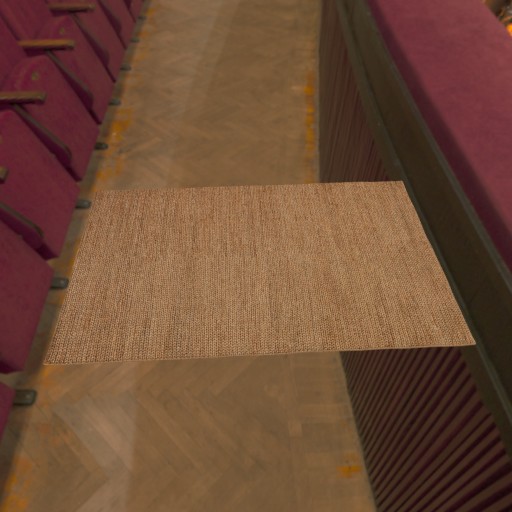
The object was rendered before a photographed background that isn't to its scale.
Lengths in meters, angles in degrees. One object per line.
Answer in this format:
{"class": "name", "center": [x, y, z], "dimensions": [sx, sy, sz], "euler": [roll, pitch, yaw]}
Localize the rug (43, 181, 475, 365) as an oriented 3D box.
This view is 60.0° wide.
{"class": "rug", "center": [0.000, 0.000, 3.006], "dimensions": [2.438, 0.034, 1.521], "euler": [-2, 47, -2]}
